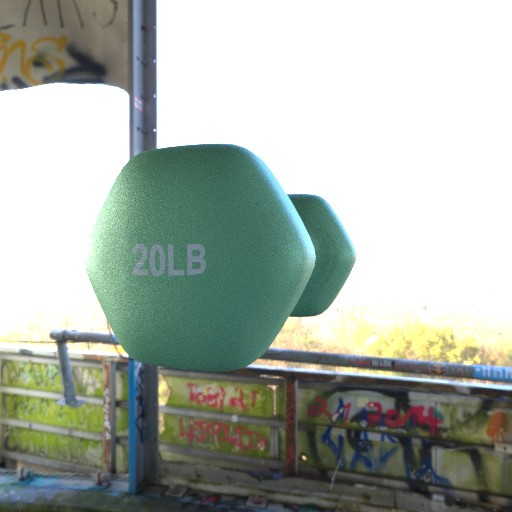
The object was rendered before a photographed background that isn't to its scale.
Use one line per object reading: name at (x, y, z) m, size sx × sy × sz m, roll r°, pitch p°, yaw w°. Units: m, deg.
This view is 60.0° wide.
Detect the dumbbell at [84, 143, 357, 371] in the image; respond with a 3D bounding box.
dumbbell at (0.000, 0.000, 0.334) m, size 0.129 × 0.117 × 0.260 m, roll 0°, pitch 0°, yaw 20°
